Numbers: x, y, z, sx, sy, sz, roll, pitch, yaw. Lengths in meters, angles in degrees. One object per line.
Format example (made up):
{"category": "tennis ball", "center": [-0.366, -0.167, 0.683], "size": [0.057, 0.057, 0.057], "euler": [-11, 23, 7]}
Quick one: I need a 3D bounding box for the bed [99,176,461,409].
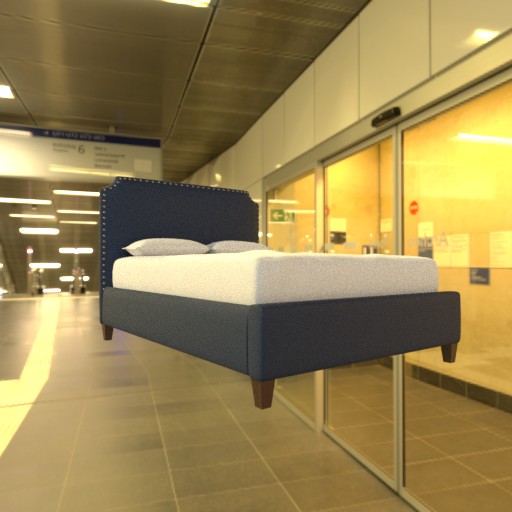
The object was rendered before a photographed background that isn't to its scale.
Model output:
{"category": "bed", "center": [0.000, 0.000, 3.432], "size": [1.712, 1.443, 2.372], "euler": [1, -1, -36]}
